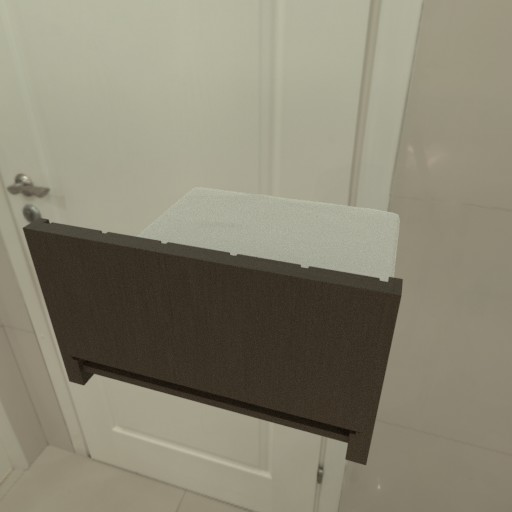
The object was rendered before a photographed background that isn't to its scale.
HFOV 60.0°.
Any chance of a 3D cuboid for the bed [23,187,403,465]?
[{"bbox_3d":[0.000,0.000,3.535,2.143,1.261,2.238,10,32,16],"label":"bed"}]
